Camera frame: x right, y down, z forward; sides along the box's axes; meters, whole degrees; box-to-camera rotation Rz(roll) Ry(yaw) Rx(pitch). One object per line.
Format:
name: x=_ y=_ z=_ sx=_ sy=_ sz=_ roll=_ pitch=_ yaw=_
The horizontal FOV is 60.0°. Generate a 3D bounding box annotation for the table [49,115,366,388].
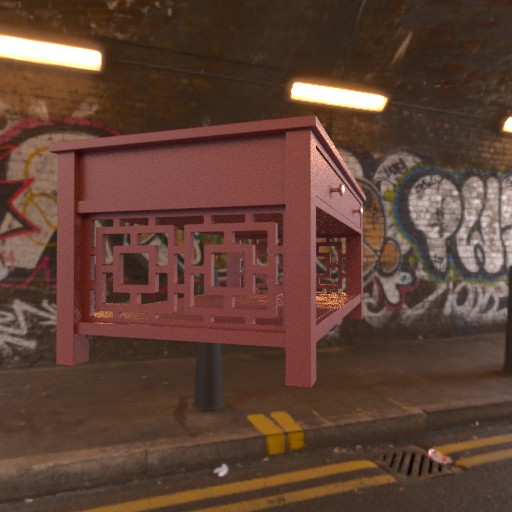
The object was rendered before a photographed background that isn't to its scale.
table: x=0.000 y=0.000 z=1.391 sx=0.612 sy=0.493 sz=1.068 roll=0 pitch=-1 yaw=19
